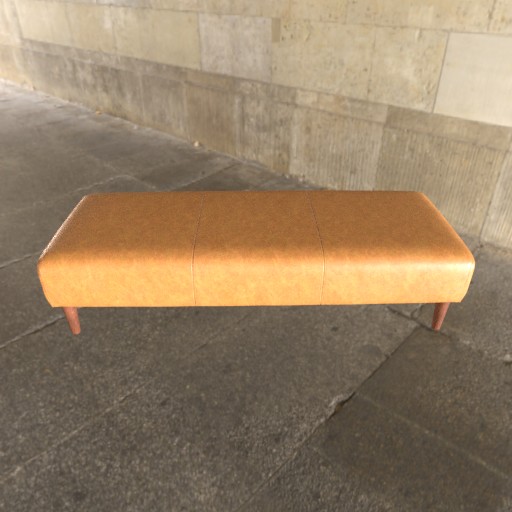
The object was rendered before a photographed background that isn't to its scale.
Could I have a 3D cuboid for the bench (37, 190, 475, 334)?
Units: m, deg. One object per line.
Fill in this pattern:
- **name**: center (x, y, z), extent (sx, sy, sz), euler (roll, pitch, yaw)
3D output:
- **bench**: center (0.000, 0.000, 1.938), extent (1.610, 0.399, 0.653), euler (-1, 32, -1)
